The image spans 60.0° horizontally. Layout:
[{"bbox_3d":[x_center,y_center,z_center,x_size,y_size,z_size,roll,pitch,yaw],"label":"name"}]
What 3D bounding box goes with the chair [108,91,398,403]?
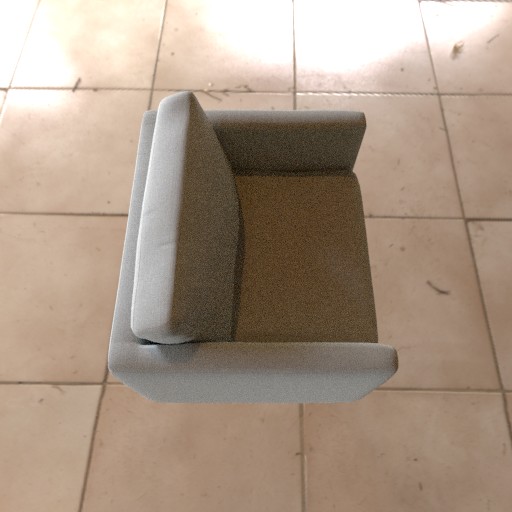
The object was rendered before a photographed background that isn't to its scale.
[{"bbox_3d":[0.000,0.000,1.849,0.953,0.961,1.107,0,65,0],"label":"chair"}]
